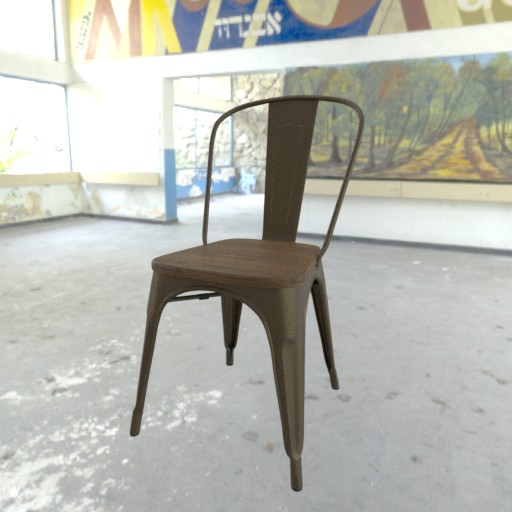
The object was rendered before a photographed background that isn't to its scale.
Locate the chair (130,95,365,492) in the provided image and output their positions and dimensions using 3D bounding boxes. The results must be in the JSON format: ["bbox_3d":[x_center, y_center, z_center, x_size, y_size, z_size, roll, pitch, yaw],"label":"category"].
[{"bbox_3d":[0.000,0.000,1.143,0.451,0.844,0.532,6,14,25],"label":"chair"}]
